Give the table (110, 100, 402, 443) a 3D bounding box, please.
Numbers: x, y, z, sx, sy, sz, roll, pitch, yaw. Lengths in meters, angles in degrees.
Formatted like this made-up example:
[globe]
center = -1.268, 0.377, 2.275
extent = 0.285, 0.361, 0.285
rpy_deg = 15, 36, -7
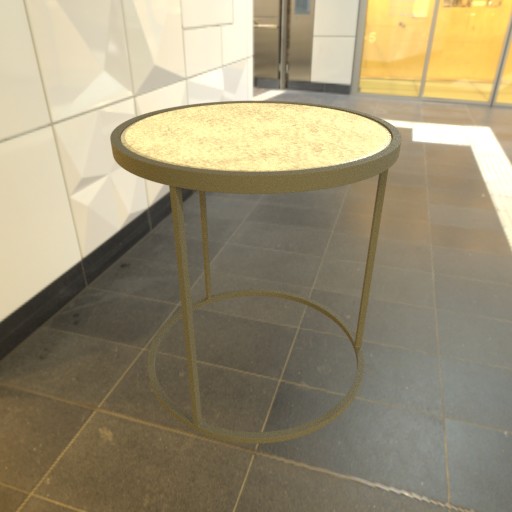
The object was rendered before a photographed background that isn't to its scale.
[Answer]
[table]
center = 0.000, 0.000, 0.866
extent = 0.470, 0.498, 0.470
rpy_deg = 0, 30, 0
